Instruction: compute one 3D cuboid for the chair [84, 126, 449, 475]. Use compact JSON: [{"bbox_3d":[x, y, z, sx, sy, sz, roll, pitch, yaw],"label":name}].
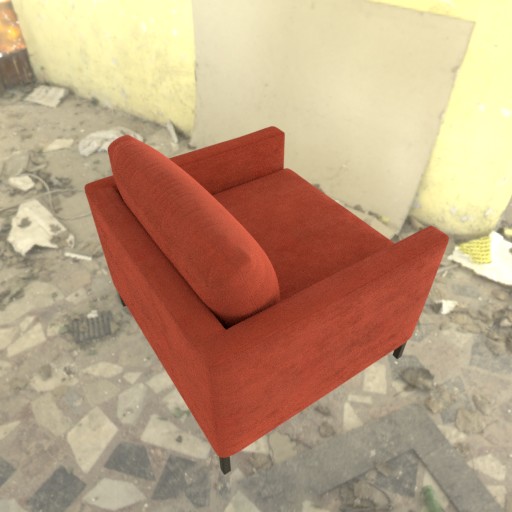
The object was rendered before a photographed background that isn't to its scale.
[{"bbox_3d":[0.000,0.000,1.619,0.875,0.812,0.964,-24,47,-25],"label":"chair"}]
